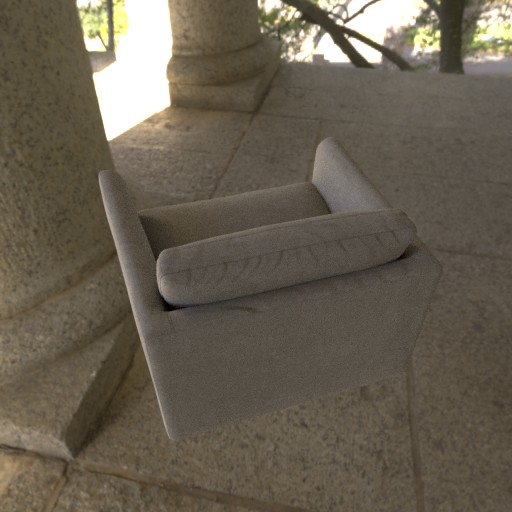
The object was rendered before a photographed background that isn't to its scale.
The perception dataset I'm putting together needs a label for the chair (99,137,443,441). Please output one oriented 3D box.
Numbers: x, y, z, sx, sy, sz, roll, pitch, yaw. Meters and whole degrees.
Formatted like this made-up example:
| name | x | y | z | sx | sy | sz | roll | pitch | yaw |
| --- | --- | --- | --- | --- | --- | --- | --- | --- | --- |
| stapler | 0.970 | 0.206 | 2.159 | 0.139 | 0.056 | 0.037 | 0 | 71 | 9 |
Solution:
| name | x | y | z | sx | sy | sz | roll | pitch | yaw |
| --- | --- | --- | --- | --- | --- | --- | --- | --- | --- |
| chair | 0.000 | 0.000 | 1.950 | 1.190 | 0.845 | 1.091 | -12 | 42 | -13 |
